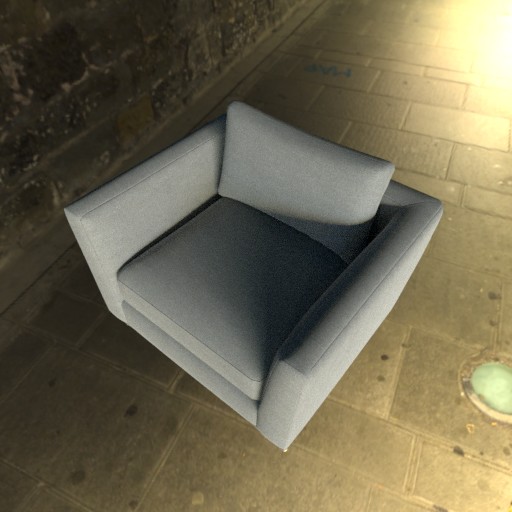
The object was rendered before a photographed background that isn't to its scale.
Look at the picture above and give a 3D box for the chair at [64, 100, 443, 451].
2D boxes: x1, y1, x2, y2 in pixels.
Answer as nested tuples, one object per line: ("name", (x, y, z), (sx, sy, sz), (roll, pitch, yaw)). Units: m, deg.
("chair", (0.000, 0.000, 1.728), (1.041, 0.864, 0.889), (31, 54, 26))
